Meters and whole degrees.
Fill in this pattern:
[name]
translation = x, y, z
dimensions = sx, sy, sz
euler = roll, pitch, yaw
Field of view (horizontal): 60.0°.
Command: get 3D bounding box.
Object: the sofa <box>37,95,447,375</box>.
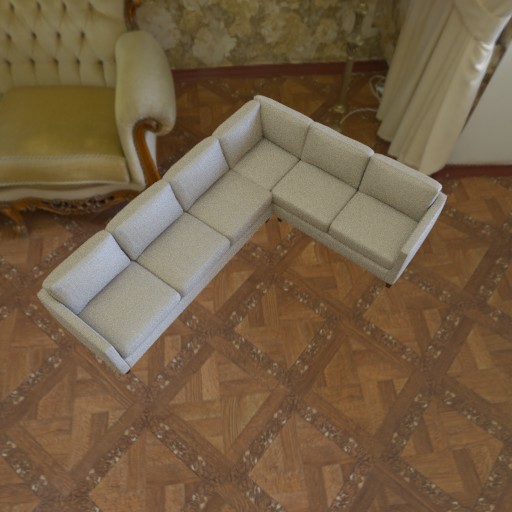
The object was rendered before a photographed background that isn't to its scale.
[sofa]
translation = 0.000, 0.000, 4.464
dimensions = 2.522, 0.934, 3.333
euler = 33, 64, 19
